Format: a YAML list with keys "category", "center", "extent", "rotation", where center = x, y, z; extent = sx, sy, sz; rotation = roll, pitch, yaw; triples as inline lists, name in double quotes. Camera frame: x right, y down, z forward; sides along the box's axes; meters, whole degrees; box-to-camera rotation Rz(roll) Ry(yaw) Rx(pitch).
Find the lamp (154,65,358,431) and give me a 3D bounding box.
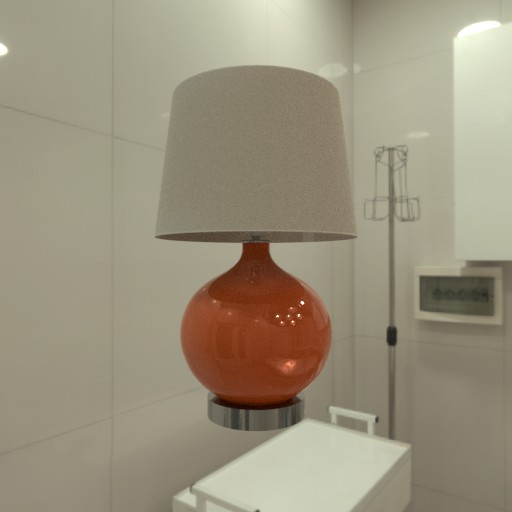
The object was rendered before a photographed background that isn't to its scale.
- category: "lamp"
  center: [0.000, 0.000, 0.550]
  extent: [0.247, 0.387, 0.247]
  rotation: [0, -1, 0]
